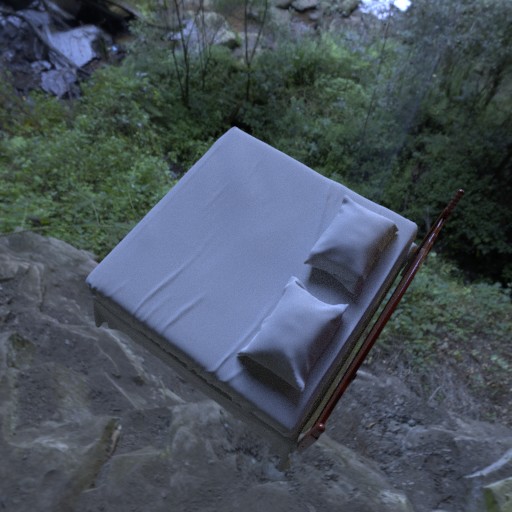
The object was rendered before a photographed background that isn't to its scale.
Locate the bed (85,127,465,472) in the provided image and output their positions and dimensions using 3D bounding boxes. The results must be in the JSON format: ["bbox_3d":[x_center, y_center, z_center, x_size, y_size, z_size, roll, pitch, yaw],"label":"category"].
[{"bbox_3d":[0.000,0.000,3.566,2.219,1.355,2.322,32,67,15],"label":"bed"}]
